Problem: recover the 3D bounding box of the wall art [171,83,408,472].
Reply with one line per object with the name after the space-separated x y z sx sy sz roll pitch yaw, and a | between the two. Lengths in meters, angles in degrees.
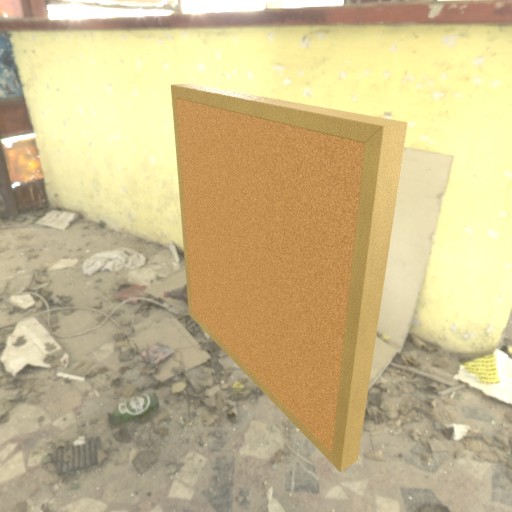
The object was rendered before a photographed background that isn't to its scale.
0.000 0.000 0.752 0.038 0.508 0.508 -17 31 -30 | wall art
